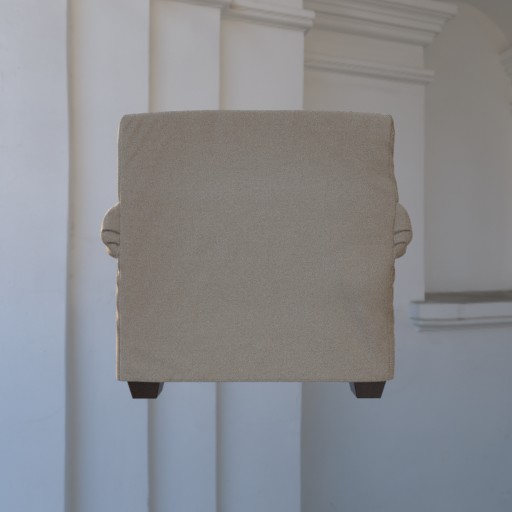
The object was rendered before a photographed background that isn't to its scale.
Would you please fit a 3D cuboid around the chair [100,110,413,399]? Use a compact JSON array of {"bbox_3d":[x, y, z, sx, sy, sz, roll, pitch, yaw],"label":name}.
[{"bbox_3d":[0.000,0.000,1.792,0.940,0.866,1.066,0,-1,0],"label":"chair"}]
